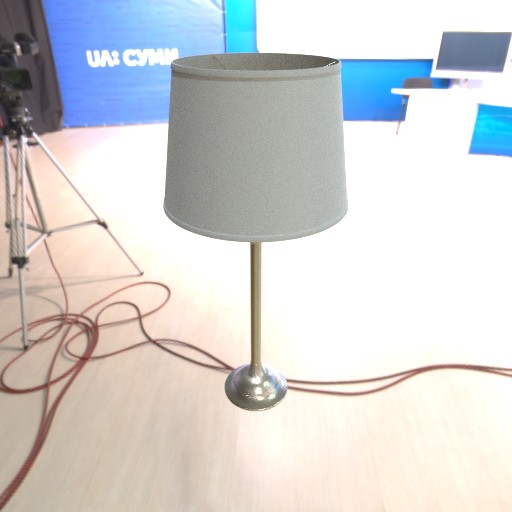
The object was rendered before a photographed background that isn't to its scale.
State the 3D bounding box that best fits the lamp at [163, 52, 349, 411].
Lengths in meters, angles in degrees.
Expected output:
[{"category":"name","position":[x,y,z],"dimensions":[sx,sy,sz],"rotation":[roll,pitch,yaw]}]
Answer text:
[{"category":"lamp","position":[0.000,0.000,0.860],"dimensions":[0.331,0.698,0.331],"rotation":[0,29,0]}]
